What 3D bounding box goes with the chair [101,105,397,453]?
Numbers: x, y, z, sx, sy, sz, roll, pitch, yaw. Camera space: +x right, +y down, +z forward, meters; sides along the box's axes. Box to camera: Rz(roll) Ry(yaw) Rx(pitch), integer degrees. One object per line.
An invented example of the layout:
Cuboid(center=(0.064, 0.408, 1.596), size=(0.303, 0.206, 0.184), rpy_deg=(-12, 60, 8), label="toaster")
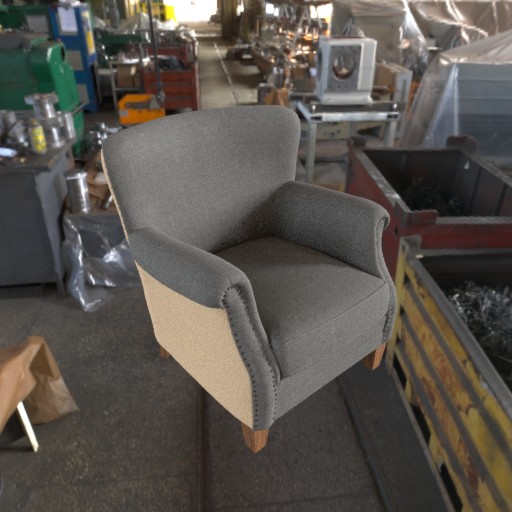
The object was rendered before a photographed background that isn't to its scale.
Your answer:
Cuboid(center=(0.000, 0.000, 1.687), size=(0.861, 0.936, 0.921), rpy_deg=(-23, 37, -34), label="chair")
